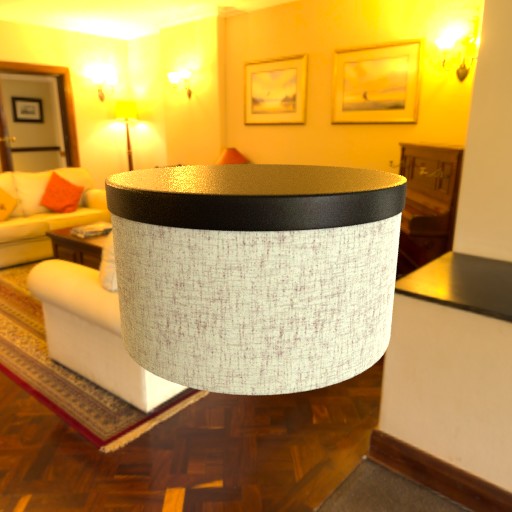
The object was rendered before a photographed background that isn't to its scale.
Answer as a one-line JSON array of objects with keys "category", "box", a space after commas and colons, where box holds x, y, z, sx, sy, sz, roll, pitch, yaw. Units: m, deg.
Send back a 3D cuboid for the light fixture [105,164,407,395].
[{"category": "light fixture", "box": [0.000, 0.000, 0.631, 0.389, 0.229, 0.389, 0, 16, 0]}]
